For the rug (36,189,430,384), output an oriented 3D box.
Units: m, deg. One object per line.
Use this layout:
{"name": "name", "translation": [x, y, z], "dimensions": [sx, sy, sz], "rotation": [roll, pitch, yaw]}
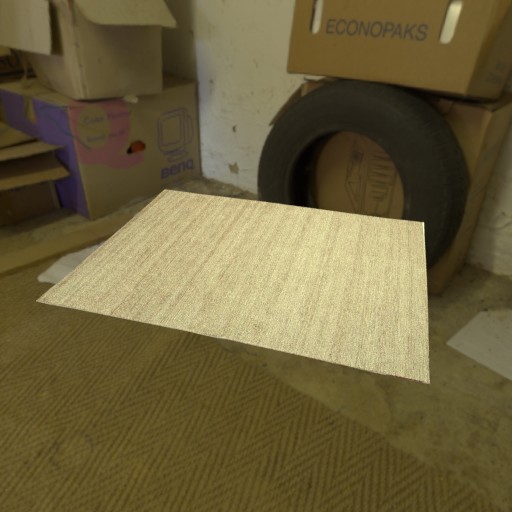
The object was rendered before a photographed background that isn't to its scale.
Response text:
{"name": "rug", "translation": [0.000, 0.000, 4.357], "dimensions": [3.202, 0.045, 2.434], "rotation": [9, 33, 14]}
